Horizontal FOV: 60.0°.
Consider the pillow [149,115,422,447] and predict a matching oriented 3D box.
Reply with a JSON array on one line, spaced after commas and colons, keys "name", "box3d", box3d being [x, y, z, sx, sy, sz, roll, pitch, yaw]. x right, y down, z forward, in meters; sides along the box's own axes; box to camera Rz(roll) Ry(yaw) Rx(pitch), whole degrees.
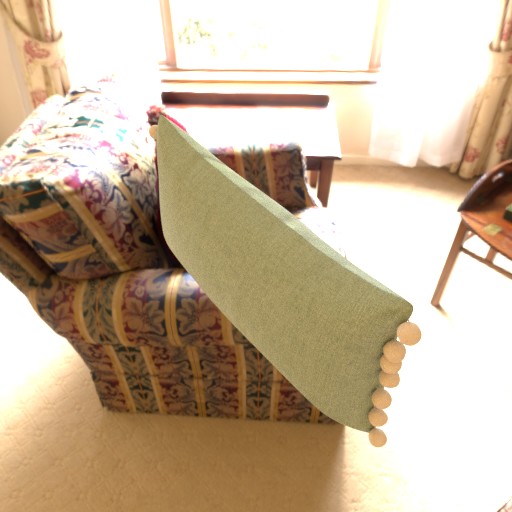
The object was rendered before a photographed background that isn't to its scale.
[{"name": "pillow", "box3d": [0.000, 0.000, 0.823, 0.201, 0.322, 0.709, -26, 47, -27]}]
